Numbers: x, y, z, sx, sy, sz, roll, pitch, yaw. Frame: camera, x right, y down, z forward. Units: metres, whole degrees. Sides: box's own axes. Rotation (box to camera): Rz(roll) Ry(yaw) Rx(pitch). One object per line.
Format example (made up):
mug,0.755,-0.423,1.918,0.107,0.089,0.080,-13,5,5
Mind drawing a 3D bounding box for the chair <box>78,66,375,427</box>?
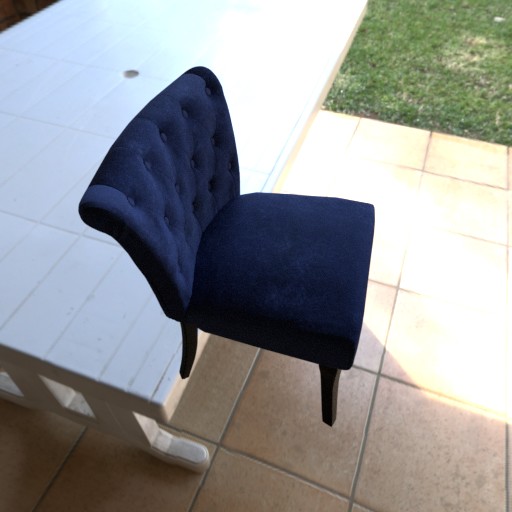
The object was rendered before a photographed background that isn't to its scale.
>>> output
chair,0.000,0.000,1.201,0.606,0.753,0.585,11,49,10
